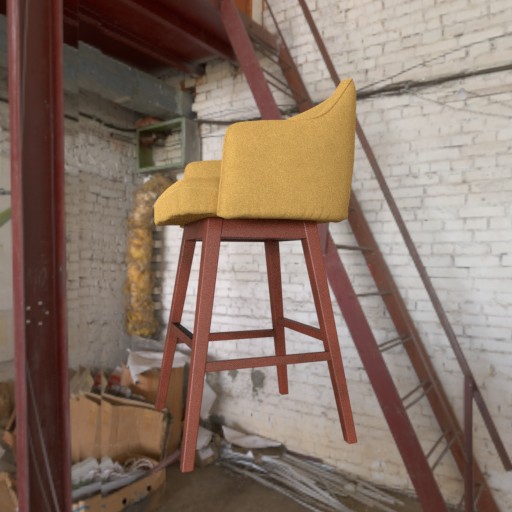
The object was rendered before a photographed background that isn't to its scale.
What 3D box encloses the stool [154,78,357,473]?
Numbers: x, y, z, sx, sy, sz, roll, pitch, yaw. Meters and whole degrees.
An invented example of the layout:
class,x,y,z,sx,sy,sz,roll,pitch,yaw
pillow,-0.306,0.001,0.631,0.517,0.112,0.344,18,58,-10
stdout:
class,x,y,z,sx,sy,sz,roll,pitch,yaw
stool,0.000,0.000,1.348,0.558,1.012,0.548,0,0,-21
